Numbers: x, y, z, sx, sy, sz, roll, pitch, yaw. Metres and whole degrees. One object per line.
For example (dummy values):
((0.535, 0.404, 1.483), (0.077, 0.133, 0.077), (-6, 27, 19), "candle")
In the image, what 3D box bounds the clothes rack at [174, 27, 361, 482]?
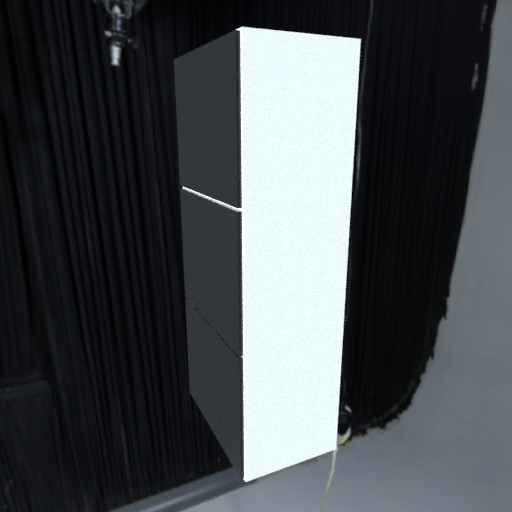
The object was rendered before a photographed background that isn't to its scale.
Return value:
((0.000, 0.000, 1.391), (0.330, 1.187, 0.500), (-8, 18, -25), "clothes rack")
